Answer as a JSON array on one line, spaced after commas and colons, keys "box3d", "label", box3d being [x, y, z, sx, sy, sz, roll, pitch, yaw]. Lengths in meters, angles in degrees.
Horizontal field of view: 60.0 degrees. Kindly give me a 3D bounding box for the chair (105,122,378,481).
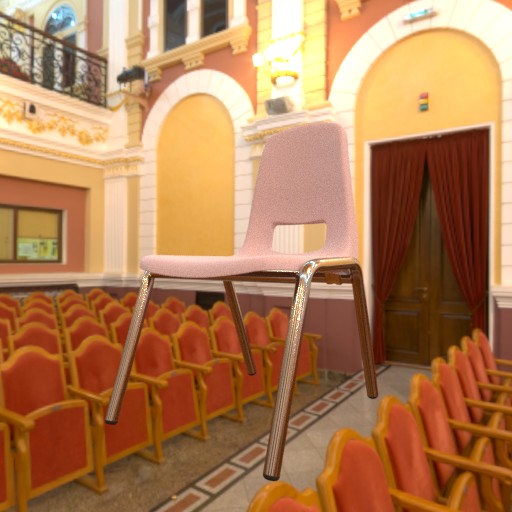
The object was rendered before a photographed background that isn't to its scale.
[{"box3d": [0.000, 0.000, 0.837, 0.354, 0.586, 0.423, 0, 0, 35], "label": "chair"}]
